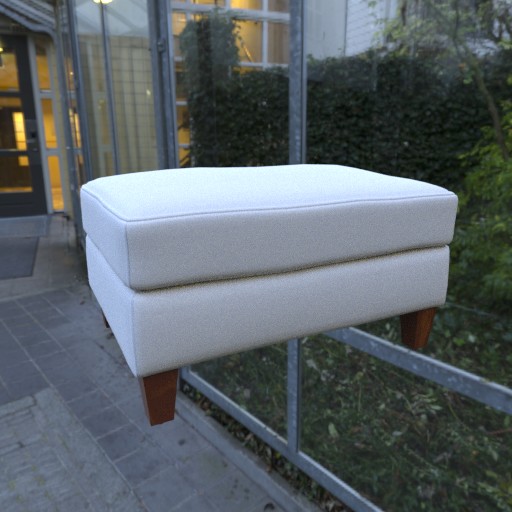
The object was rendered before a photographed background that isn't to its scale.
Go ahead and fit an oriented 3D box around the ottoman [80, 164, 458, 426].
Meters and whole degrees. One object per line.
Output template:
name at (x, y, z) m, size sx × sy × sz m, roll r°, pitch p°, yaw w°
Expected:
ottoman at (0.000, 0.000, 1.205) m, size 0.818 × 0.479 × 0.634 m, roll -8°, pitch 17°, yaw -26°
